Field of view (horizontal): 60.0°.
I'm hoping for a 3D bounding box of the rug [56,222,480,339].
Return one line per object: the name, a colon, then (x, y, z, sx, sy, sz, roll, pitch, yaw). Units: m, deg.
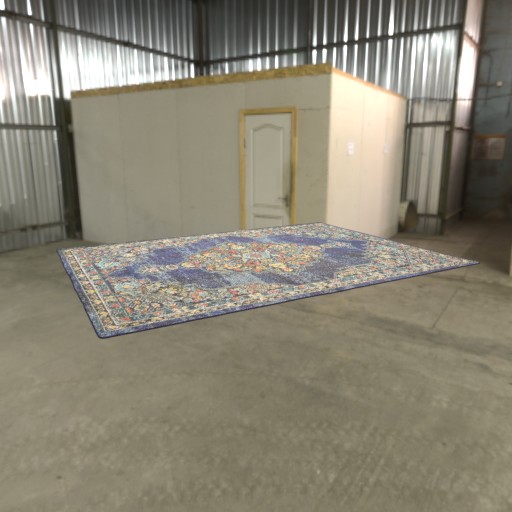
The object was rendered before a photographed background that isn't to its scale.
rug: (0.000, 0.000, 2.855, 2.232, 0.009, 1.630, -8, 16, -28)
